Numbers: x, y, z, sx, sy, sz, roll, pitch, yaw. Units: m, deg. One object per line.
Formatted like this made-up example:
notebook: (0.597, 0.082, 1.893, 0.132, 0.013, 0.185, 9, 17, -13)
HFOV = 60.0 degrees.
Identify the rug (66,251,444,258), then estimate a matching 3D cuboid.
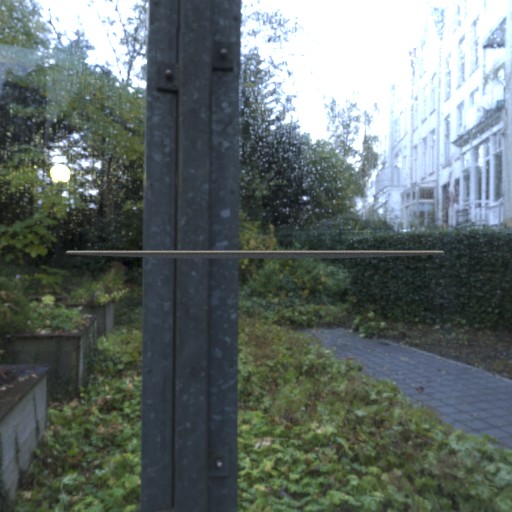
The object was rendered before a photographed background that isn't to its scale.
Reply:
rug: (0.000, 0.000, 2.913, 1.528, 0.014, 2.294, 0, -1, 0)
